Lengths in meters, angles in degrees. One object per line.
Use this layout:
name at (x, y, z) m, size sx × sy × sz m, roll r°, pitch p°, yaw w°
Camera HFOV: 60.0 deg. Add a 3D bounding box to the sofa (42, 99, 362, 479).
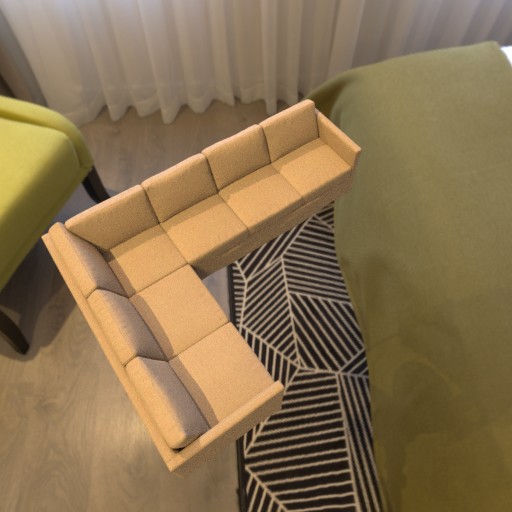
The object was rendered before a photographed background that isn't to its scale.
sofa at (0.000, 0.000, 4.268) m, size 3.182 × 0.871 × 2.432 m, roll -31°, pitch 64°, yaw -17°
